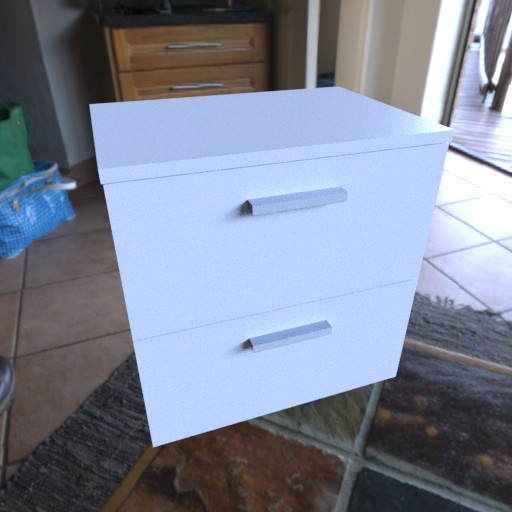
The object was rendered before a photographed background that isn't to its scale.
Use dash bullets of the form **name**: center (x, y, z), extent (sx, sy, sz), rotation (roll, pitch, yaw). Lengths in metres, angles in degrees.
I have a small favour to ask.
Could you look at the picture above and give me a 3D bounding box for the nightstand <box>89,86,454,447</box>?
- **nightstand**: center (0.000, 0.000, 0.748), extent (0.441, 0.460, 0.325), rotation (-10, 33, -16)
